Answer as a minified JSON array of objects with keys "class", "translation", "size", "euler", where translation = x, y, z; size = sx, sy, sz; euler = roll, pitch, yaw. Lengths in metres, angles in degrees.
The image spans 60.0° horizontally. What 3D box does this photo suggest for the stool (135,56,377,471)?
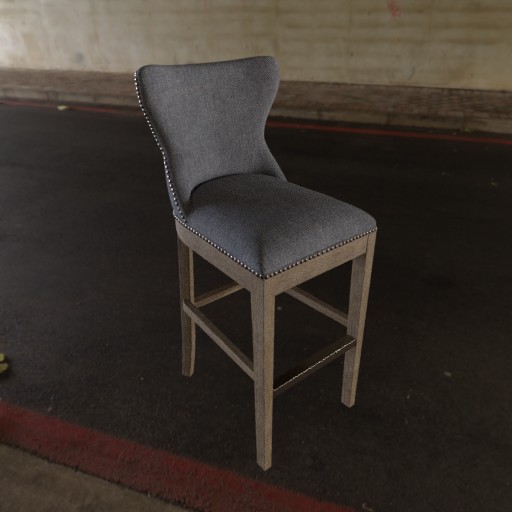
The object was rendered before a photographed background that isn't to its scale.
[{"class":"stool","translation":[0.000,0.000,1.420],"size":[0.494,1.123,0.606],"euler":[-22,36,-33]}]
